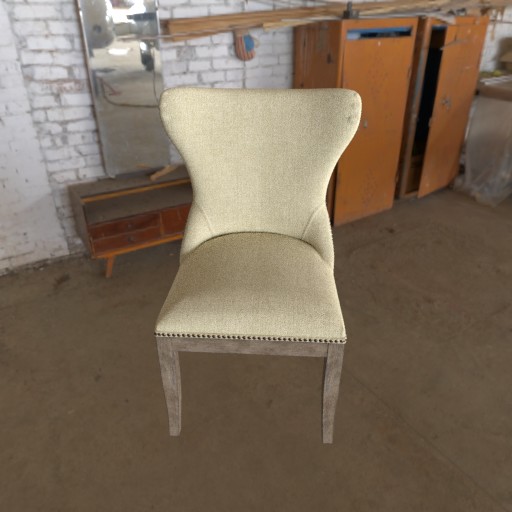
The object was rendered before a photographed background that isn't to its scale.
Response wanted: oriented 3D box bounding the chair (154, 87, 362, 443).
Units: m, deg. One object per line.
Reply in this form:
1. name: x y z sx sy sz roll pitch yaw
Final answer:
1. chair: 0.000 0.000 1.490 0.654 1.002 0.681 2 30 3
